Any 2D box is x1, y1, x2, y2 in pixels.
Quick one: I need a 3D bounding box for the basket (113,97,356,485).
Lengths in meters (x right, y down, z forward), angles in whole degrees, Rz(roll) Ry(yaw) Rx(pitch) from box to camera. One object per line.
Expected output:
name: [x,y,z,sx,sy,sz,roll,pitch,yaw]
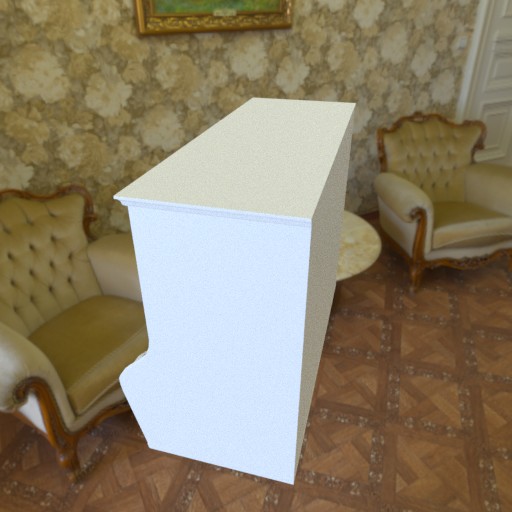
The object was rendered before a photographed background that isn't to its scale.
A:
basket: [0.000,0.000,1.140,0.376,0.625,0.792,8,31,13]
